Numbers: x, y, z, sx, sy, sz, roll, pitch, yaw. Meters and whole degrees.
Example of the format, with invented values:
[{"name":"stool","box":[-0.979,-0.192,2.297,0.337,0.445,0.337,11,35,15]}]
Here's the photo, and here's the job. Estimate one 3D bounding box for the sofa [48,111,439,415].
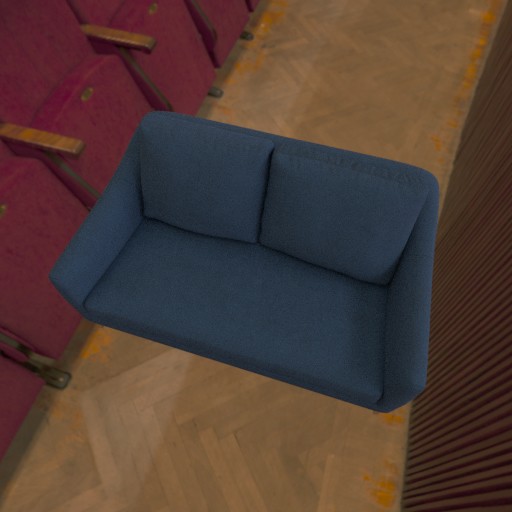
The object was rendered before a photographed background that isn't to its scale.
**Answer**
[{"name":"sofa","box":[0.000,0.000,2.134,1.619,0.902,0.960,15,59,9]}]
